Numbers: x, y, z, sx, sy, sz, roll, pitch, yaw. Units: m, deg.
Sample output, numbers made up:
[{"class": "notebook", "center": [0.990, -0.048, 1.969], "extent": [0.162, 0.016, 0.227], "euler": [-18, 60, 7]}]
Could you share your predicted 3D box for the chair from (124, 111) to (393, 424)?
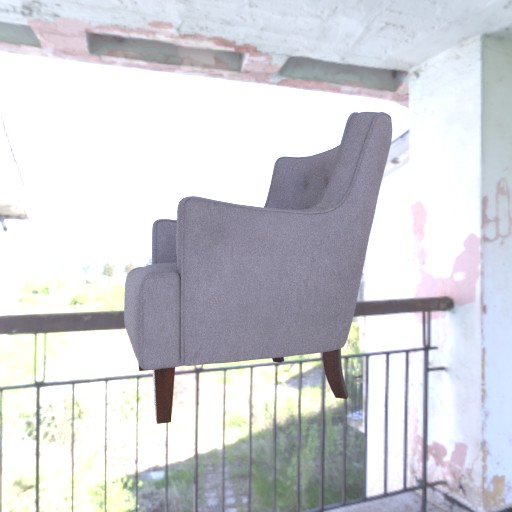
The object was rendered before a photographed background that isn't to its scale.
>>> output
[{"class": "chair", "center": [0.000, 0.000, 1.636], "extent": [0.910, 0.919, 0.781], "euler": [0, -1, -19]}]
